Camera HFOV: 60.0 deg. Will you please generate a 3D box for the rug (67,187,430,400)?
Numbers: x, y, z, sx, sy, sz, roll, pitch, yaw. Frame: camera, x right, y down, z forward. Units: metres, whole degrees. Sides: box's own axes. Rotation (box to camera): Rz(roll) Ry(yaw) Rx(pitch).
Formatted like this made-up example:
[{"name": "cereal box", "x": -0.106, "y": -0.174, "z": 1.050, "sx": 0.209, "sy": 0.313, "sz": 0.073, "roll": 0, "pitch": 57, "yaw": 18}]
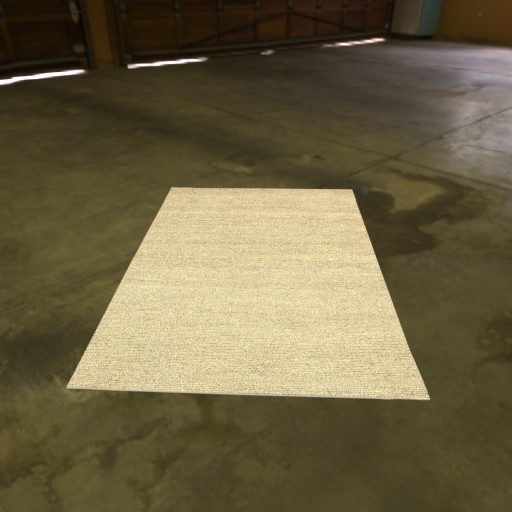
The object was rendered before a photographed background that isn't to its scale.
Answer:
[{"name": "rug", "x": 0.000, "y": 0.000, "z": 2.943, "sx": 1.609, "sy": 0.030, "sz": 2.342, "roll": 1, "pitch": 31, "yaw": 2}]
